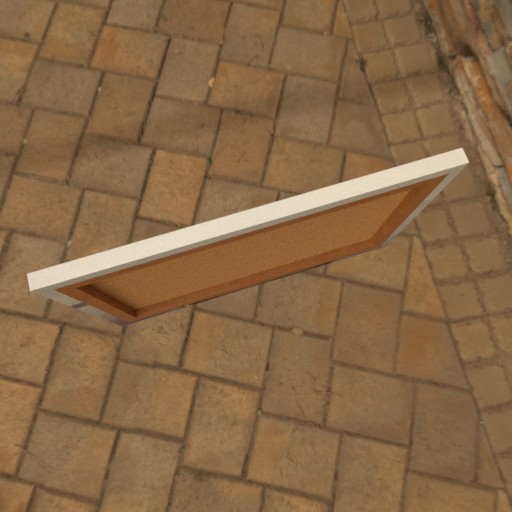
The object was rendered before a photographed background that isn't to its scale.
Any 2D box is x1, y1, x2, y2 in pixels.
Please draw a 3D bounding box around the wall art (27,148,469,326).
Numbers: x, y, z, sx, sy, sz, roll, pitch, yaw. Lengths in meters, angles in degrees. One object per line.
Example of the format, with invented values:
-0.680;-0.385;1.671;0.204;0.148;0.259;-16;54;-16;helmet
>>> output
0.000;0.000;1.180;0.916;0.609;0.037;-17;75;-4;wall art
